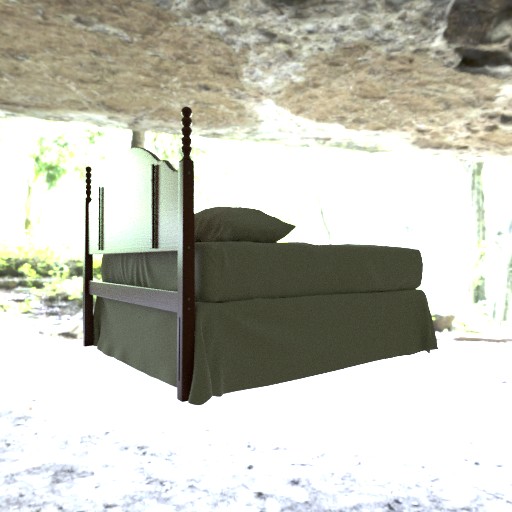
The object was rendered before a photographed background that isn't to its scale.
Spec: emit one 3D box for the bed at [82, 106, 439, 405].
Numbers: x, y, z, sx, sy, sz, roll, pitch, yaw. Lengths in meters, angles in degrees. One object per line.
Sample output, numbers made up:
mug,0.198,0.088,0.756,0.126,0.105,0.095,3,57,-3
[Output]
bed,0.000,0.000,3.273,2.040,1.356,1.873,0,-1,-36
